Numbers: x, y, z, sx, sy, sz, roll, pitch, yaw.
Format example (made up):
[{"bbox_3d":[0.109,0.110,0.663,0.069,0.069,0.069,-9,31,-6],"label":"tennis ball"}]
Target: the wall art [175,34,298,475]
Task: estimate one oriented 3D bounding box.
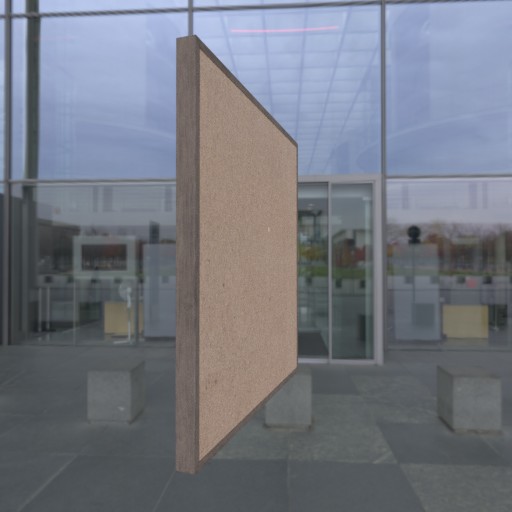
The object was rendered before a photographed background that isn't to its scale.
[{"bbox_3d":[0.000,0.000,1.132,0.038,0.762,0.762,0,-1,19],"label":"wall art"}]
